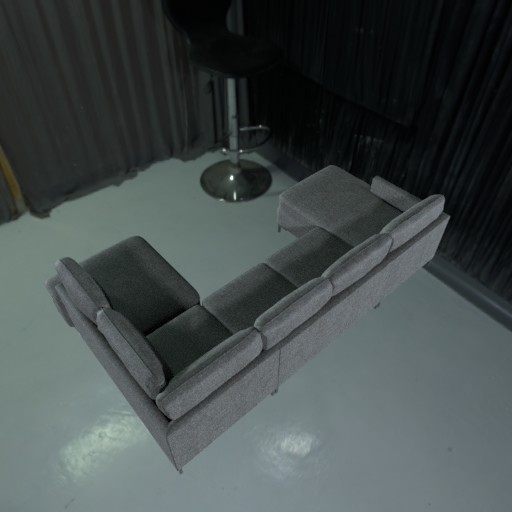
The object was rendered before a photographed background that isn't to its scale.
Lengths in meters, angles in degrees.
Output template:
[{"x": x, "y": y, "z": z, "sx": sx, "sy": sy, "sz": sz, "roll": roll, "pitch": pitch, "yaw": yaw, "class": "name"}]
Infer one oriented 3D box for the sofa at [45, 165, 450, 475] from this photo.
[{"x": 0.000, "y": 0.000, "z": 4.331, "sx": 3.423, "sy": 0.999, "sz": 2.048, "roll": -32, "pitch": 54, "yaw": -27, "class": "sofa"}]
